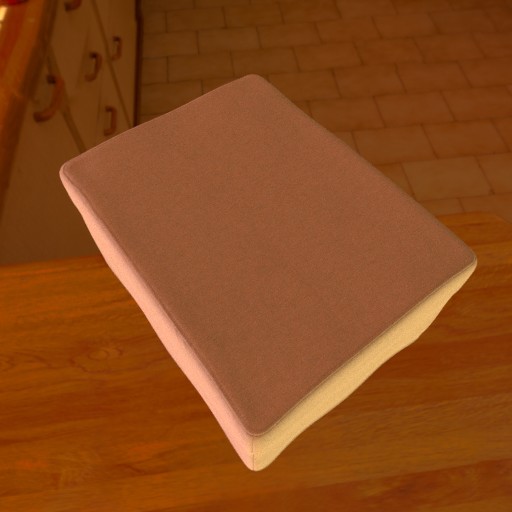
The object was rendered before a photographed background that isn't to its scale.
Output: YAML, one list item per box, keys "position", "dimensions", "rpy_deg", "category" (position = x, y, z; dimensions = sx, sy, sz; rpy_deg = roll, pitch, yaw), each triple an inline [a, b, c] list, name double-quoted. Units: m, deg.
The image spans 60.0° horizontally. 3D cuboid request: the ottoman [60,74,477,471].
- position: [0.000, 0.000, 1.217]
  dimensions: [0.648, 0.461, 0.833]
  rpy_deg: [-33, 64, -19]
  category: "ottoman"
